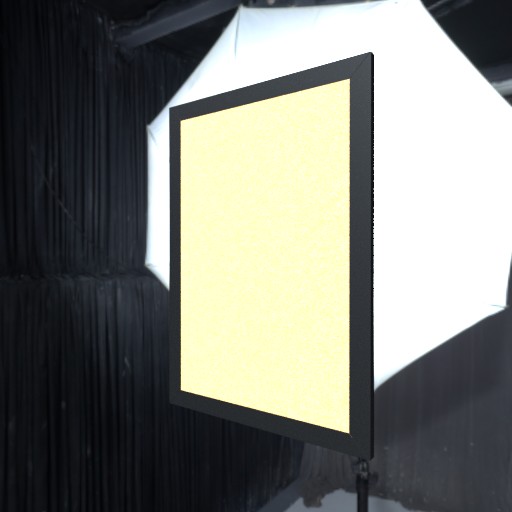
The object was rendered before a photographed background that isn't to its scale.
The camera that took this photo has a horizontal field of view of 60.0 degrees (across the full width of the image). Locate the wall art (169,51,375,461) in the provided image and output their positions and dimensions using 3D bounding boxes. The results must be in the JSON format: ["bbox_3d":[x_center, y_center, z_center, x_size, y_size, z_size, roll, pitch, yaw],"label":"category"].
[{"bbox_3d":[0.000,0.000,0.597,0.326,0.459,0.011,0,0,36],"label":"wall art"}]
